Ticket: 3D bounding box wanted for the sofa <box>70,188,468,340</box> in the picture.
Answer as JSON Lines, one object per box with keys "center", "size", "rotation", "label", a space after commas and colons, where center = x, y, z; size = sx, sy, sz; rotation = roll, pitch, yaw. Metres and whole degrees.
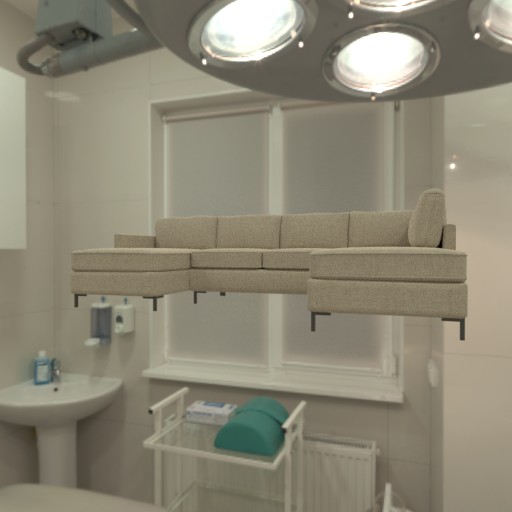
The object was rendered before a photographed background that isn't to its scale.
{"center": [0.000, 0.000, 4.186], "size": [3.423, 0.996, 2.021], "rotation": [0, 1, 19], "label": "sofa"}
